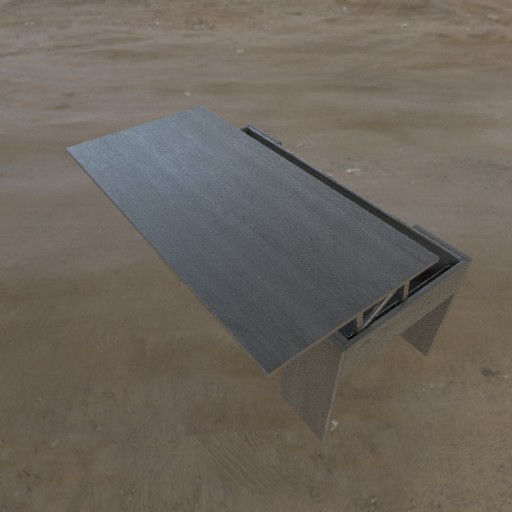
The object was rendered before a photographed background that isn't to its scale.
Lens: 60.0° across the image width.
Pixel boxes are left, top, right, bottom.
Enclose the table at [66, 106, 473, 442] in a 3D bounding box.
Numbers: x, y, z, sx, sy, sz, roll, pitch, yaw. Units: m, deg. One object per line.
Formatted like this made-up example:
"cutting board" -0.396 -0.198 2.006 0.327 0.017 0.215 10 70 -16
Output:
"table" 0.000 0.000 1.424 0.711 0.570 1.000 -27 49 -26
